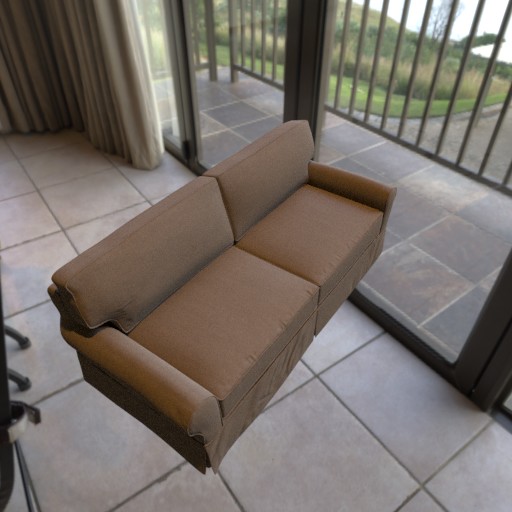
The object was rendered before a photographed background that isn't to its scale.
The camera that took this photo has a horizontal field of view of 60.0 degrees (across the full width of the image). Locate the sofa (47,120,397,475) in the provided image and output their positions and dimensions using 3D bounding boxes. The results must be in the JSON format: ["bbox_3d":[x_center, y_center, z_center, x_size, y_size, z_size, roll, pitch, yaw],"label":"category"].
[{"bbox_3d":[0.000,0.000,2.760,0.991,0.943,2.248,25,47,26],"label":"sofa"}]
